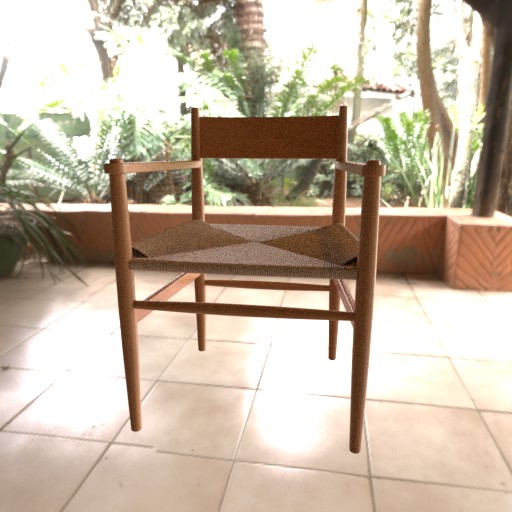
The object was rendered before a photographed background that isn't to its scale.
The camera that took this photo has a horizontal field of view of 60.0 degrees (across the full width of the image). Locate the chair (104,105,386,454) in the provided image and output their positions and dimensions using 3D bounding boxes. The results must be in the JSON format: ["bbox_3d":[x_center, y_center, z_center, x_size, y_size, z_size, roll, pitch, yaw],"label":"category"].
[{"bbox_3d":[0.000,0.000,1.139,0.556,0.762,0.495,2,14,8],"label":"chair"}]
